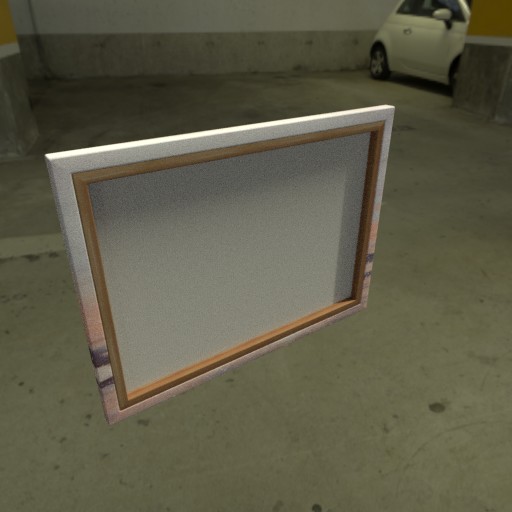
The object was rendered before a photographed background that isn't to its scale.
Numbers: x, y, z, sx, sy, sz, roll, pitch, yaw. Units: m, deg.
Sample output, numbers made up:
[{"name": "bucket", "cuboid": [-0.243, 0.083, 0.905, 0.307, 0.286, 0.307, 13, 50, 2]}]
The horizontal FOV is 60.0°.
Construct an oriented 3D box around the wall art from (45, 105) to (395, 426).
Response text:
[{"name": "wall art", "cuboid": [0.000, 0.000, 1.318, 1.015, 0.763, 0.038, -18, 33, -29]}]
